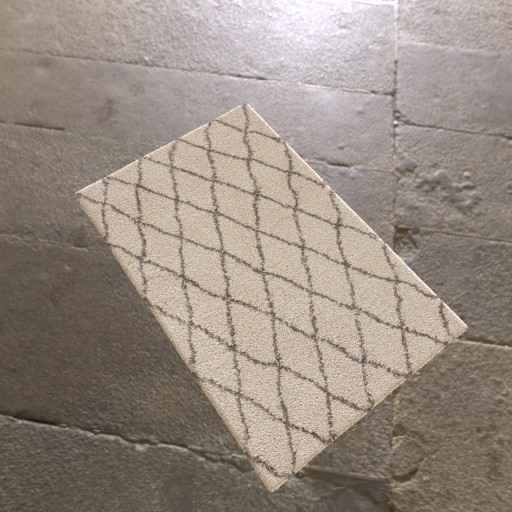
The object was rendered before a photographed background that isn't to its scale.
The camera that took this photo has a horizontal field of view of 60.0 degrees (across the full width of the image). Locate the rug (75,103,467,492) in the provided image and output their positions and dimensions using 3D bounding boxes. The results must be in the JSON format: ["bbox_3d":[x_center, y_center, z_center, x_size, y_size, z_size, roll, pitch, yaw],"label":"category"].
[{"bbox_3d":[0.000,0.000,3.451,1.778,0.030,2.743,-33,67,-16],"label":"rug"}]
